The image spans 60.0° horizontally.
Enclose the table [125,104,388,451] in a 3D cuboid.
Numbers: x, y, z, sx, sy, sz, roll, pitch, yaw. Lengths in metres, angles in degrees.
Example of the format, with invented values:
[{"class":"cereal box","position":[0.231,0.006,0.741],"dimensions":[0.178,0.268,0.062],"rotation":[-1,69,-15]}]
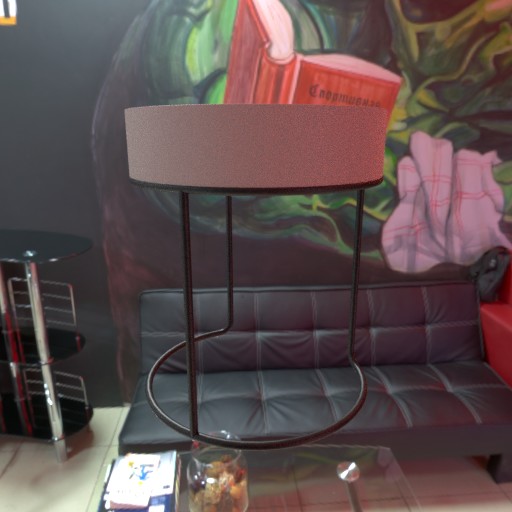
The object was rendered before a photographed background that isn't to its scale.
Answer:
[{"class":"table","position":[0.000,0.000,0.854],"dimensions":[0.450,0.530,0.450],"rotation":[0,16,0]}]
